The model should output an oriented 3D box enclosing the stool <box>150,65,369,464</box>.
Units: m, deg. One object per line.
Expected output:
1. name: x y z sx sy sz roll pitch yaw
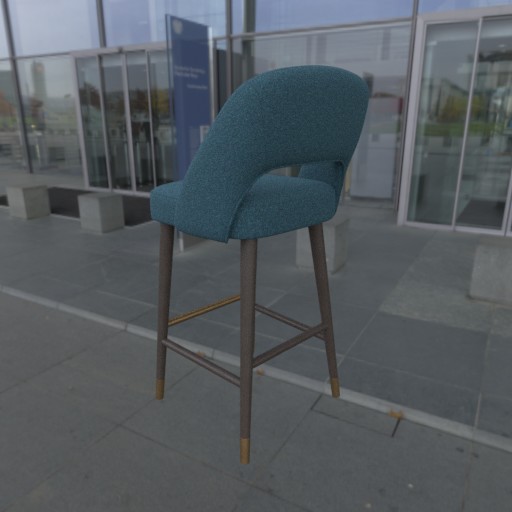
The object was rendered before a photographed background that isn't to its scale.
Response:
1. stool: 0.000 0.000 1.346 0.522 1.032 0.536 17 24 42
